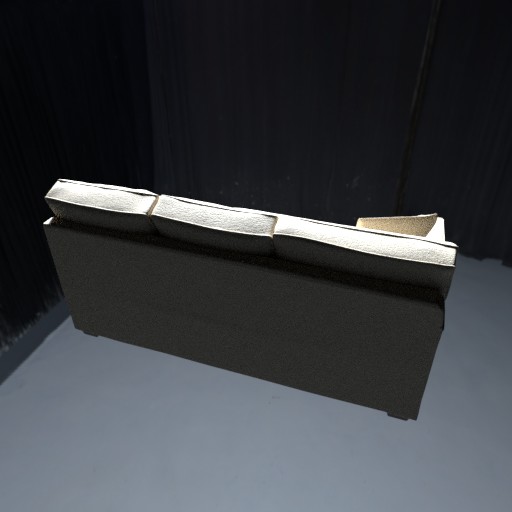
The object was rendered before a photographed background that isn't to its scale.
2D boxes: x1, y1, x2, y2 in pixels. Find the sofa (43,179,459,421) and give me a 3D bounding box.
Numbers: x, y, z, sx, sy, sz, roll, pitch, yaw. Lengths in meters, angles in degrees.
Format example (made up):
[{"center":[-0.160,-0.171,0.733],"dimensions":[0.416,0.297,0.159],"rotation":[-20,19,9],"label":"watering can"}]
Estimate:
[{"center":[0.000,0.000,2.525],"dimensions":[1.962,0.946,1.034],"rotation":[11,34,16],"label":"sofa"}]
